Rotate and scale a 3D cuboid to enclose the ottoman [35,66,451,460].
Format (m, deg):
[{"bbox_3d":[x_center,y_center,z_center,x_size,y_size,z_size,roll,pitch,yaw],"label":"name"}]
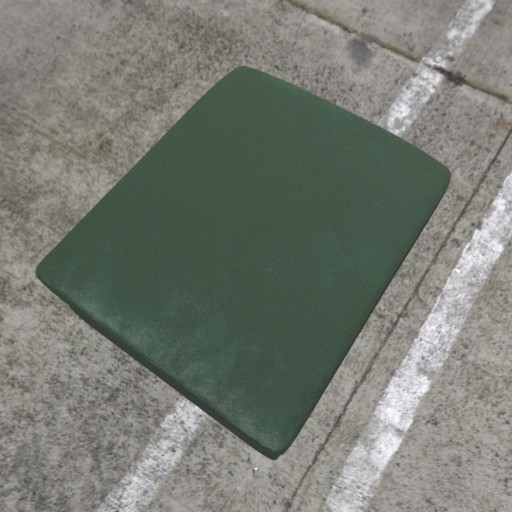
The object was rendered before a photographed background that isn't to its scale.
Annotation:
[{"bbox_3d":[0.000,0.000,1.268,0.701,0.538,0.839,32,68,14],"label":"ottoman"}]
